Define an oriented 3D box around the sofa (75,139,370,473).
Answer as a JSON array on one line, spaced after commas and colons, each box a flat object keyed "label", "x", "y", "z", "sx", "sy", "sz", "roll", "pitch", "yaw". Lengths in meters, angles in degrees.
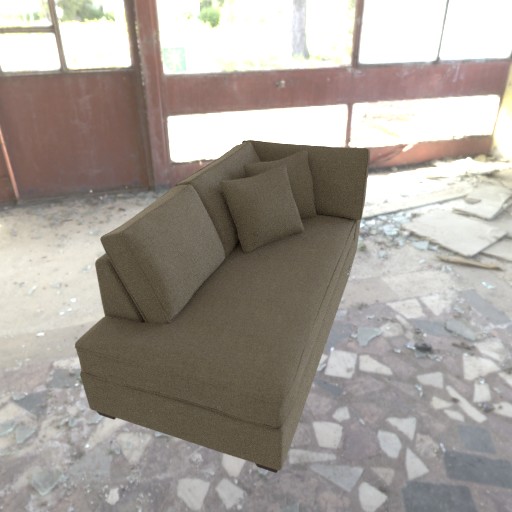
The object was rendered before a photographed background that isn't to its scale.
[{"label": "sofa", "x": 0.000, "y": 0.000, "z": 2.842, "sx": 1.110, "sy": 1.019, "sz": 2.238, "roll": 10, "pitch": 31, "yaw": 17}]
